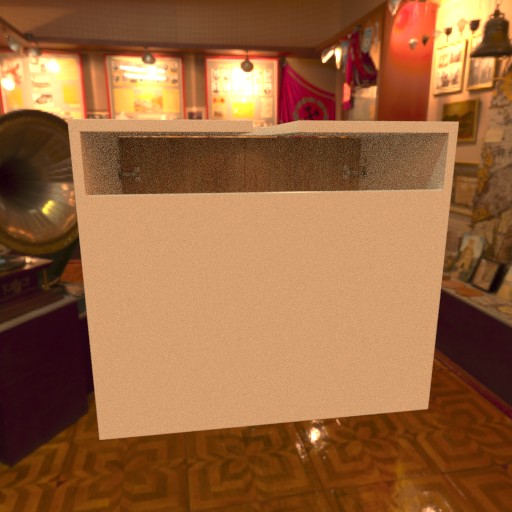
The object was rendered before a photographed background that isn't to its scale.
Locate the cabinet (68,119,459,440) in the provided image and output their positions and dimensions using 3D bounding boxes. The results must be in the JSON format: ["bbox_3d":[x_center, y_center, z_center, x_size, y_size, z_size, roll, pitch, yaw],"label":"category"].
[{"bbox_3d":[0.000,0.000,0.924,0.600,0.522,0.400,-2,14,-8],"label":"cabinet"}]
